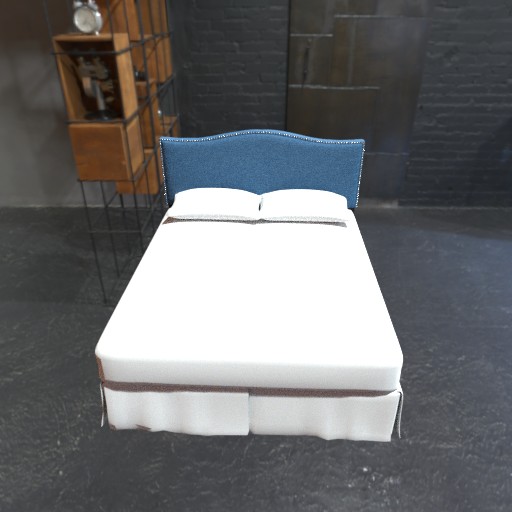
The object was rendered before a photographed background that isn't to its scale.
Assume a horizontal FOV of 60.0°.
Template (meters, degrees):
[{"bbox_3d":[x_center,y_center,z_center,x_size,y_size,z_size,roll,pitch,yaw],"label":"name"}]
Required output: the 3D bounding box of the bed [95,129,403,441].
[{"bbox_3d":[0.000,0.000,2.870,1.610,1.169,1.872,1,30,2],"label":"bed"}]
